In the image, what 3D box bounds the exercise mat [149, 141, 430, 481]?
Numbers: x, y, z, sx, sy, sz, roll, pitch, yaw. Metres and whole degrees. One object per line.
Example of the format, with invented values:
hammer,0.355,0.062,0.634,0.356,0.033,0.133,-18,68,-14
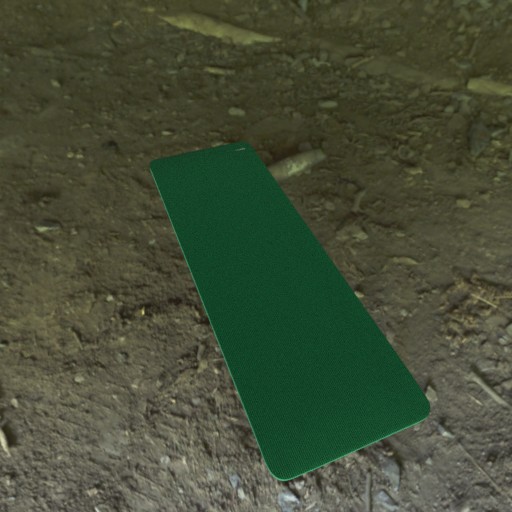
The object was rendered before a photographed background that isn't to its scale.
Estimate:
exercise mat,0.000,0.000,2.049,0.616,0.021,1.869,-16,49,-15
